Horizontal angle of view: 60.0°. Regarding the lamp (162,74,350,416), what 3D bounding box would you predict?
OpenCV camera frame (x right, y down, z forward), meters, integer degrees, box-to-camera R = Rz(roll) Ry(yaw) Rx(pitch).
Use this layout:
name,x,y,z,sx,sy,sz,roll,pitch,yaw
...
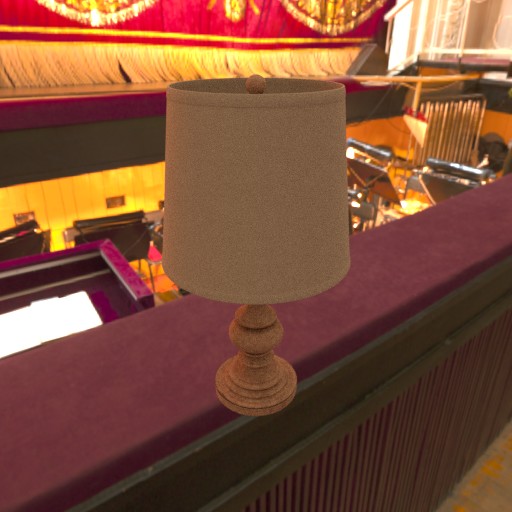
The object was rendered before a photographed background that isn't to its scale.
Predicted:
name,x,y,z,sx,sy,sz,roll,pitch,yaw
lamp,0.000,0.000,0.653,0.273,0.497,0.273,0,26,0
